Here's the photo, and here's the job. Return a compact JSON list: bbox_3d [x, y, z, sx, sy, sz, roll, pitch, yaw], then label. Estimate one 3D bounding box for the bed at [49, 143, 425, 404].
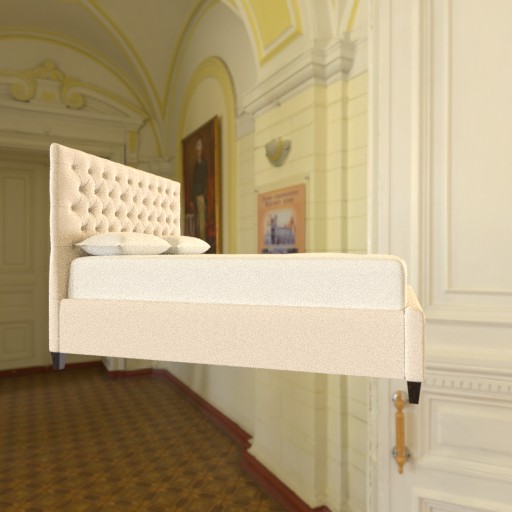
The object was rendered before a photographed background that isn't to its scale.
[{"bbox_3d":[0.000,0.000,3.254,2.233,1.426,1.696,0,1,17],"label":"bed"}]
